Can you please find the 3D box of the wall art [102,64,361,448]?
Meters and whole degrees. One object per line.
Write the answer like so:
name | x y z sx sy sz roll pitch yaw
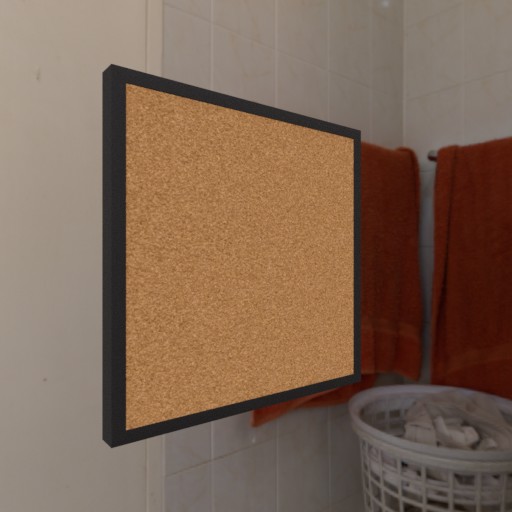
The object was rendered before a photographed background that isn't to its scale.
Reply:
wall art | 0.000 0.000 0.749 0.506 0.503 0.036 0 0 -38
